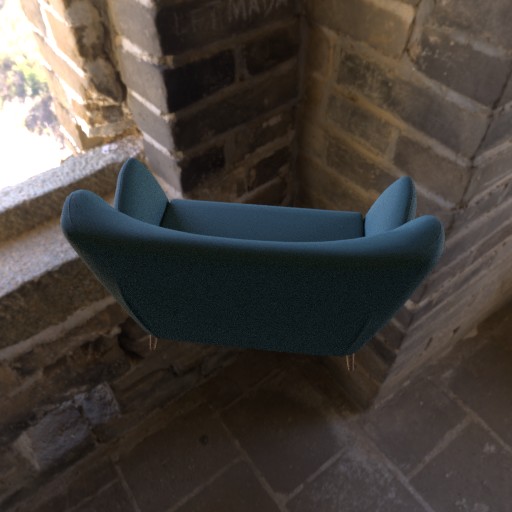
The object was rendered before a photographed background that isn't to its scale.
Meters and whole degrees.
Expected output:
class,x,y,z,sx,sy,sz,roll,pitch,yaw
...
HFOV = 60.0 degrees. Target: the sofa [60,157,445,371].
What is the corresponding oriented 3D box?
class,x,y,z,sx,sy,sz,roll,pitch,yaw
sofa,0.000,0.000,1.957,1.397,0.889,0.889,5,45,5
